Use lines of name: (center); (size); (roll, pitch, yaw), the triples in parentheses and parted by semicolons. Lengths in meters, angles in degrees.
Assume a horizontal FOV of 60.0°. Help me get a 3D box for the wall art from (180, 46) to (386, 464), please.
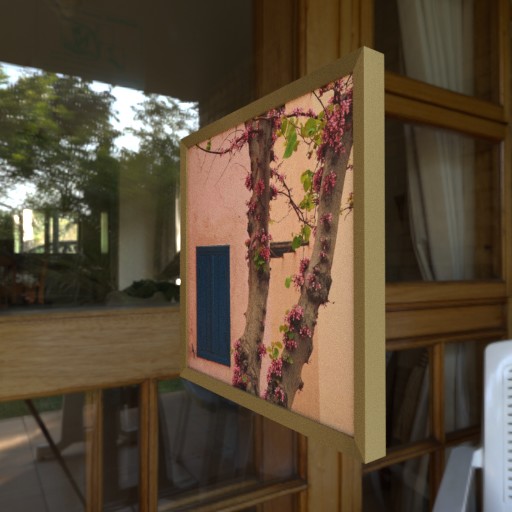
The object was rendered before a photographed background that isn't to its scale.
wall art: (0.000, 0.000, 0.756); (0.038, 0.508, 0.507); (1, -1, -36)
